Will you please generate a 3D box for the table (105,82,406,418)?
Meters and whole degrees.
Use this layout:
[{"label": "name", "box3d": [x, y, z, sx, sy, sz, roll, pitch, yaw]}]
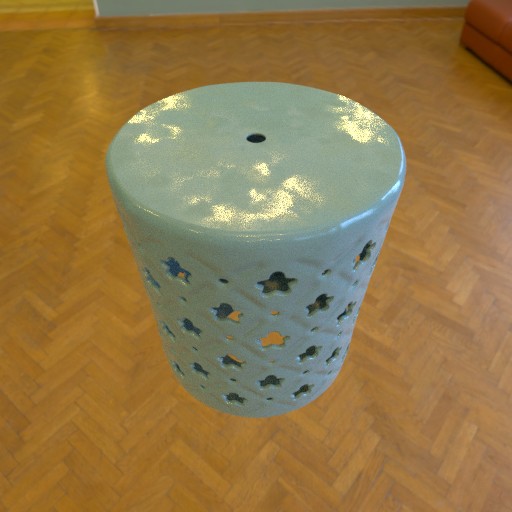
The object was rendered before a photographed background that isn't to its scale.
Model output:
[{"label": "table", "box3d": [0.000, 0.000, 0.655, 0.352, 0.387, 0.352, 0, 44, 0]}]
